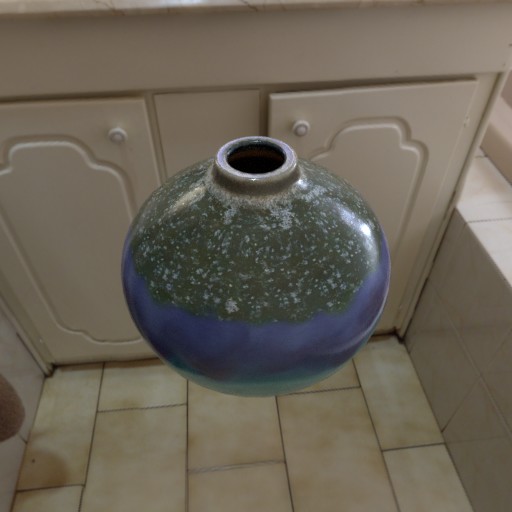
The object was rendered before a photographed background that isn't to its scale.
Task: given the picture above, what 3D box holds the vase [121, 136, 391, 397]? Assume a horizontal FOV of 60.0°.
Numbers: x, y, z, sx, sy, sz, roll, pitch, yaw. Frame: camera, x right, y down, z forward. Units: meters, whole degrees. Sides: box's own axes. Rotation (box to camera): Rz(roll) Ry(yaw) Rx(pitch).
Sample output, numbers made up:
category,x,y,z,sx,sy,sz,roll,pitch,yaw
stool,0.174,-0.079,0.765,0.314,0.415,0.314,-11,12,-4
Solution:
category,x,y,z,sx,sy,sz,roll,pitch,yaw
vase,0.000,0.000,0.257,0.154,0.133,0.154,0,44,0
